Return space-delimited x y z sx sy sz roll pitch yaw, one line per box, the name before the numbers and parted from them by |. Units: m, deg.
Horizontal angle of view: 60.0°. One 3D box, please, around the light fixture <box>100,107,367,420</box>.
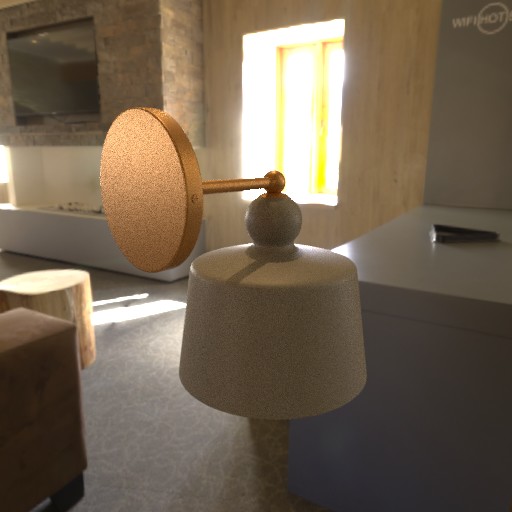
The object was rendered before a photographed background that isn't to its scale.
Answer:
light fixture | 0.000 0.000 0.443 0.254 0.268 0.204 -13 19 -43
